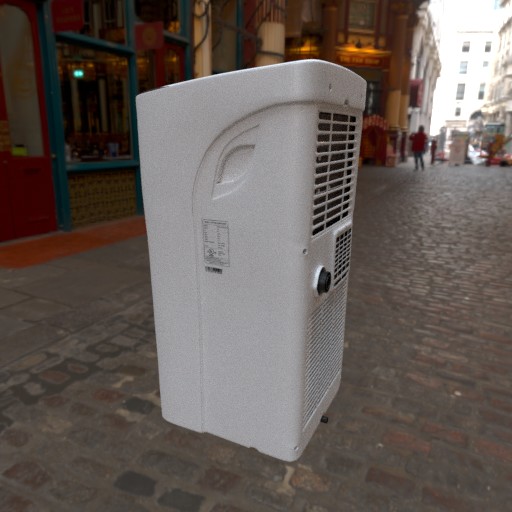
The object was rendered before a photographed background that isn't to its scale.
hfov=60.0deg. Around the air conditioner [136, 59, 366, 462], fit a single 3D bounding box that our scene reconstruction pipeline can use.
[{"bbox_3d":[0.000,0.000,0.932,0.369,0.716,0.352,7,17,25],"label":"air conditioner"}]
